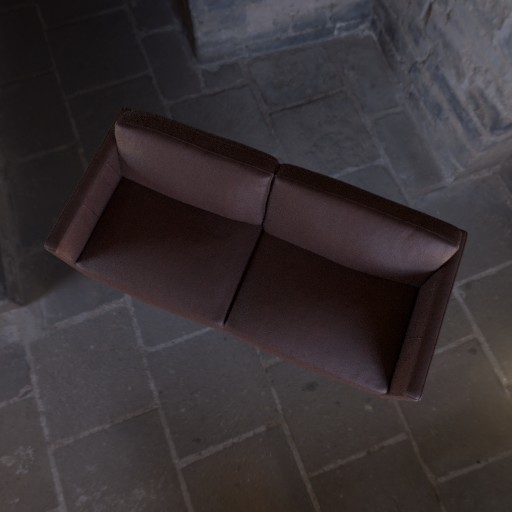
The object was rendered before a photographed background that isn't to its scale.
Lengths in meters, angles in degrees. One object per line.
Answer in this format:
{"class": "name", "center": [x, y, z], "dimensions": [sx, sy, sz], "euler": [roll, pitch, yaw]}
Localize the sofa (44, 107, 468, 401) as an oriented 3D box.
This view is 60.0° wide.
{"class": "sofa", "center": [0.000, 0.000, 2.444], "dimensions": [1.971, 0.863, 0.923], "euler": [21, 75, 6]}
